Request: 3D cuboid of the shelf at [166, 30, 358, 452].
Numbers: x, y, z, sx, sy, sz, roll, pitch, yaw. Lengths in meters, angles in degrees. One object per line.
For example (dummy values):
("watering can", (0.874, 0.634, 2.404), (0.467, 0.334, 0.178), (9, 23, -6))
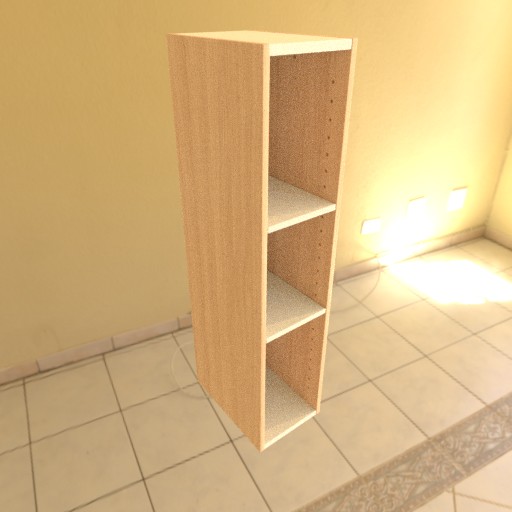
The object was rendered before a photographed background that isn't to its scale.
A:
("shelf", (0.000, 0.000, 0.989), (0.197, 0.882, 0.290), (-21, 36, -32))
